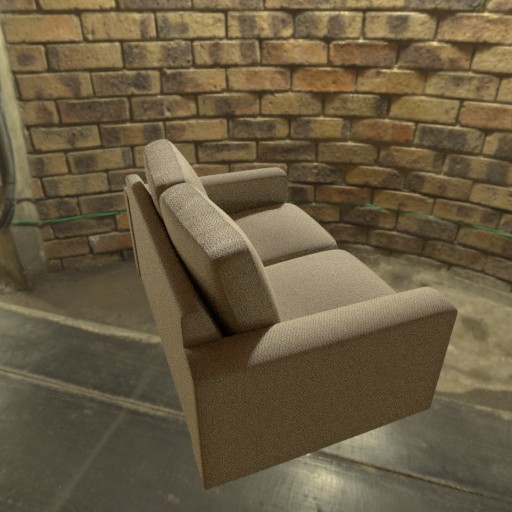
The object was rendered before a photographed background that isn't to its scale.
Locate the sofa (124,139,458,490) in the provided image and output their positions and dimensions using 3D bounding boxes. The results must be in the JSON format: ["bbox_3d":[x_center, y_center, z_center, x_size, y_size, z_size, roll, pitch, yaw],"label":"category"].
[{"bbox_3d":[0.000,0.000,2.135,1.016,0.873,1.616,-11,33,-18],"label":"sofa"}]
